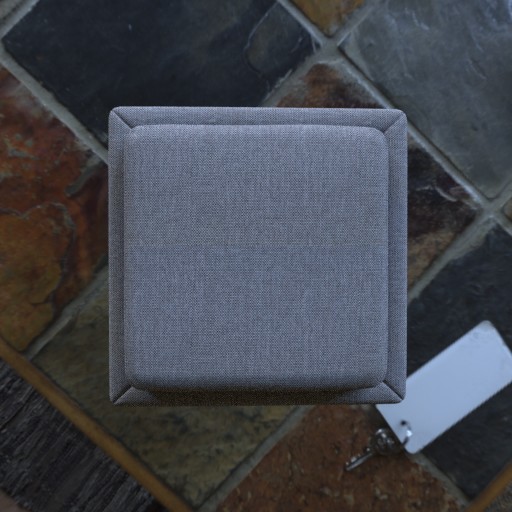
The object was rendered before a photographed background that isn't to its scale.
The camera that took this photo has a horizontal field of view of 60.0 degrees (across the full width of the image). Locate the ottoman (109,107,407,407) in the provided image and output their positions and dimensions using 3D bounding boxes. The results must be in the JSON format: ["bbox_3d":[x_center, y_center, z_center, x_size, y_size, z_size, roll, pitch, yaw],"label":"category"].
[{"bbox_3d":[0.000,0.000,0.832,0.450,0.460,0.450,0,91,-2],"label":"ottoman"}]
